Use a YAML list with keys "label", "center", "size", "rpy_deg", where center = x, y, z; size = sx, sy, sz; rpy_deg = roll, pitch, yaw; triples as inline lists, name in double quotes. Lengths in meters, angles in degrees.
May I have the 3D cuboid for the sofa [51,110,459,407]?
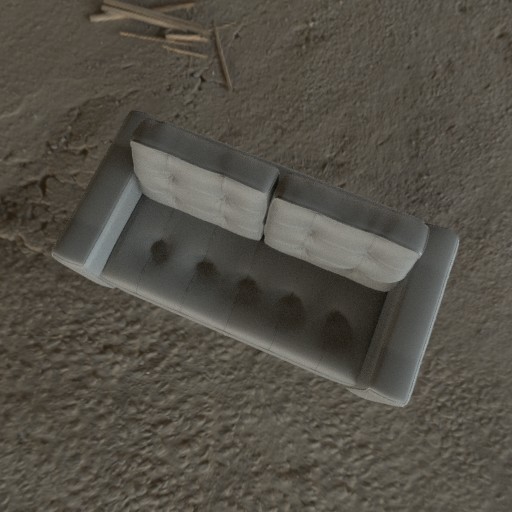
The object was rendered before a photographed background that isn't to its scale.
- label: "sofa"
  center: [0.000, 0.000, 2.189]
  size: [1.726, 0.893, 0.833]
  rpy_deg: [22, 76, 6]
